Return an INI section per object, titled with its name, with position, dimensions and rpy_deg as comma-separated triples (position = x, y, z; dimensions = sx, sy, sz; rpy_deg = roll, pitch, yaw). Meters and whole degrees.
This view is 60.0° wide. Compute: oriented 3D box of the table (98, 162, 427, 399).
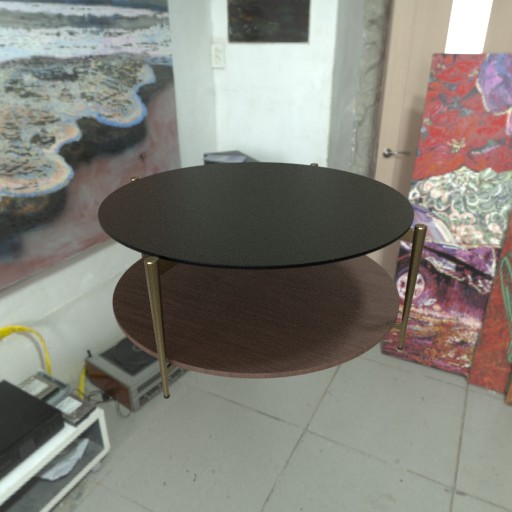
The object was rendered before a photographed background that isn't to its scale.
[table]
position = 0.000, 0.000, 1.466
dimensions = 0.938, 0.400, 0.938
rpy_deg = -1, 26, -2
